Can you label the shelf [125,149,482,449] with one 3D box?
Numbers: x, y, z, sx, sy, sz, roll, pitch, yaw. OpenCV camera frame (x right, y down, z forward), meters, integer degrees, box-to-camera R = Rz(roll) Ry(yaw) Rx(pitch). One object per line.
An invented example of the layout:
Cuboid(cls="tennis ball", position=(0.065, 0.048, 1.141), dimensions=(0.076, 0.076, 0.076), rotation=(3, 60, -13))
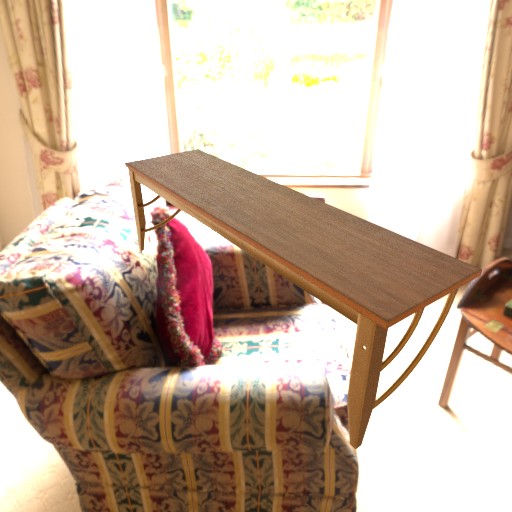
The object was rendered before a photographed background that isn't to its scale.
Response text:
Cuboid(cls="shelf", position=(0.000, 0.000, 0.726), dimensions=(0.166, 0.190, 0.636), rotation=(-20, 34, -32))
